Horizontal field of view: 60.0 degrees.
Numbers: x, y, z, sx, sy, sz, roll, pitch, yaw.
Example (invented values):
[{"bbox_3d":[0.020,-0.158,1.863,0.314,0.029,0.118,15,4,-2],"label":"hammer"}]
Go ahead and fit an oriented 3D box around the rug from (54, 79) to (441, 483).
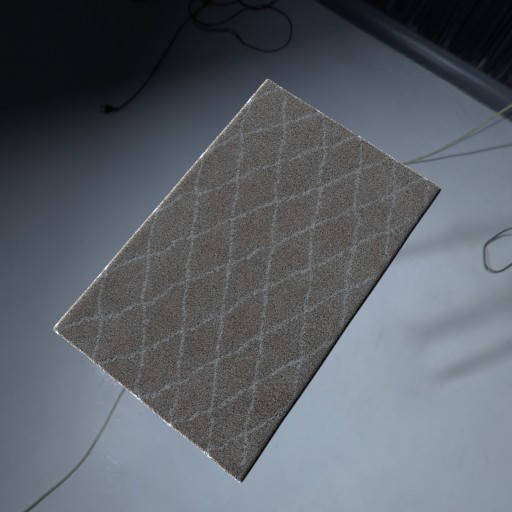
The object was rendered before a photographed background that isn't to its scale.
[{"bbox_3d":[0.000,0.000,3.489,1.778,0.030,2.743,36,77,9],"label":"rug"}]
